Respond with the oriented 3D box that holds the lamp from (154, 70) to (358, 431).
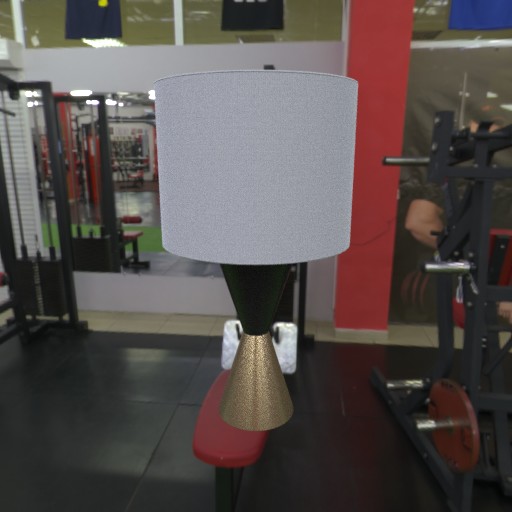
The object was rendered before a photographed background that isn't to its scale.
[{"bbox_3d":[0.000,0.000,0.741,0.304,0.573,0.304,2,14,9],"label":"lamp"}]
